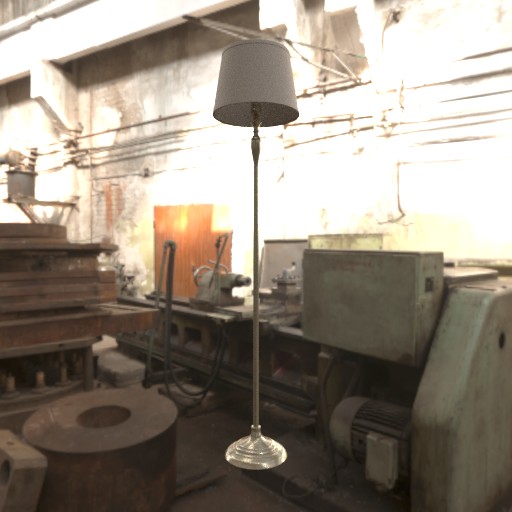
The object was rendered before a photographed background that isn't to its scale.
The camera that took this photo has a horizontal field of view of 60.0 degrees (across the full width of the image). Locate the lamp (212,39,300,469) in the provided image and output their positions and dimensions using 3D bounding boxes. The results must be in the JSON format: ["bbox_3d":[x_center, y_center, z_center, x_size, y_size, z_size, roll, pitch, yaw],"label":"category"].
[{"bbox_3d":[0.000,0.000,1.672,0.327,1.506,0.327,1,1,34],"label":"lamp"}]
